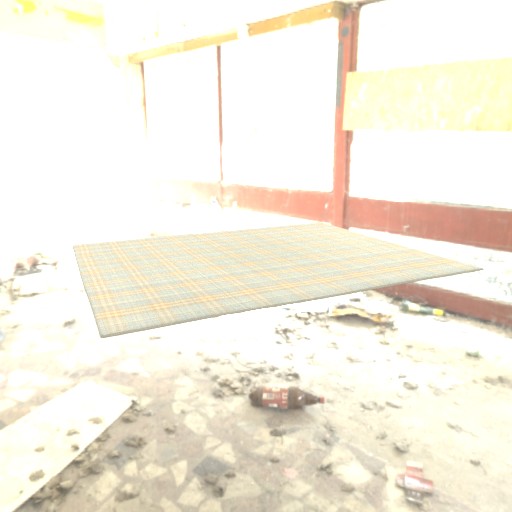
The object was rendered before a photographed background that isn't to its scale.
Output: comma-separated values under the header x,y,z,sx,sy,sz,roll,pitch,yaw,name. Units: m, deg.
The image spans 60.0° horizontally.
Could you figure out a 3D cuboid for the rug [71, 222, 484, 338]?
x,y,z,sx,sy,sz,roll,pitch,yaw,name
0.000,0.000,4.116,3.066,0.030,2.462,-7,16,-25,rug
